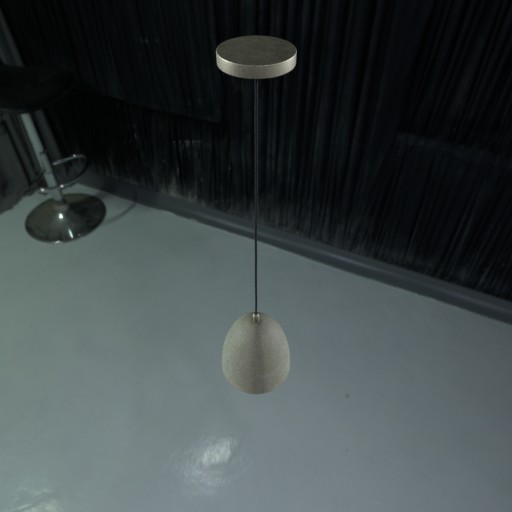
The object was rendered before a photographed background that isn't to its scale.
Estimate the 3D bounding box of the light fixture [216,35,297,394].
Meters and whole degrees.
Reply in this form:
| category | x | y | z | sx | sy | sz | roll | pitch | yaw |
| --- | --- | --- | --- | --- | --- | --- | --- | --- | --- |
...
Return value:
| category | x | y | z | sx | sy | sz | roll | pitch | yaw |
| --- | --- | --- | --- | --- | --- | --- | --- | --- | --- |
| light fixture | 0.000 | 0.000 | 0.847 | 0.170 | 0.759 | 0.170 | 17 | 47 | 16 |
